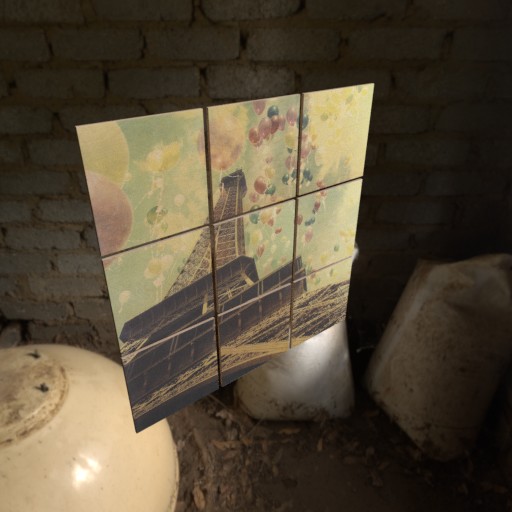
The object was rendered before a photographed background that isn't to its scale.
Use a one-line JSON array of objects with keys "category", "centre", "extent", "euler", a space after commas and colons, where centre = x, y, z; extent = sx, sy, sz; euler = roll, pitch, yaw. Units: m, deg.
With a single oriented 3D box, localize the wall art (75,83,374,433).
[{"category": "wall art", "centre": [0.000, 0.000, 1.809], "extent": [1.219, 1.218, 0.013], "euler": [-21, 36, -32]}]
